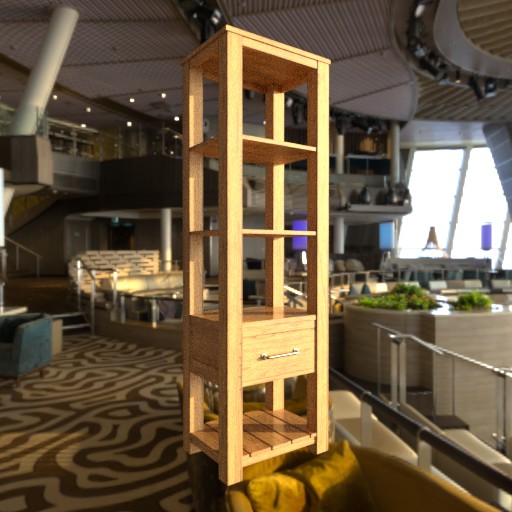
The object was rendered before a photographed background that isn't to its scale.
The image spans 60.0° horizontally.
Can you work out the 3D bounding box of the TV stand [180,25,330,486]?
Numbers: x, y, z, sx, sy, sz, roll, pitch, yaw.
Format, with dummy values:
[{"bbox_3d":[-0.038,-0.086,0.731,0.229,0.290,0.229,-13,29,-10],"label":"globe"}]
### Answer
[{"bbox_3d":[0.000,0.000,2.072,0.565,1.828,0.435,0,1,-35],"label":"TV stand"}]
